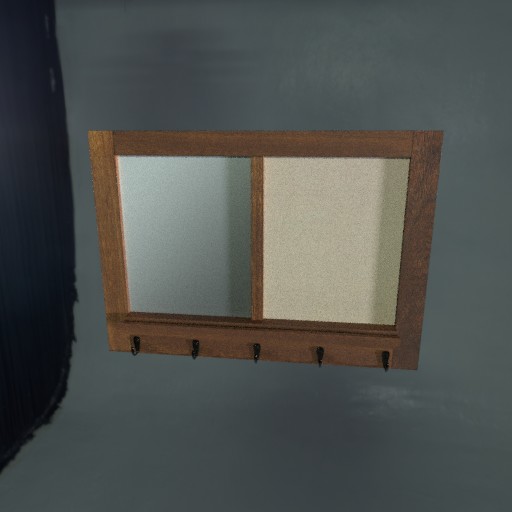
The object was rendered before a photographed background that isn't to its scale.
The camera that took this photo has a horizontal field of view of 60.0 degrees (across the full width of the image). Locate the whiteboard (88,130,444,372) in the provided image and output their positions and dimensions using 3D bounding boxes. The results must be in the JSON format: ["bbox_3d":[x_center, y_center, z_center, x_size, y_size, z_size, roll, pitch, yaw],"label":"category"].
[{"bbox_3d":[0.000,0.000,1.026,0.783,0.559,0.083,2,16,7],"label":"whiteboard"}]
